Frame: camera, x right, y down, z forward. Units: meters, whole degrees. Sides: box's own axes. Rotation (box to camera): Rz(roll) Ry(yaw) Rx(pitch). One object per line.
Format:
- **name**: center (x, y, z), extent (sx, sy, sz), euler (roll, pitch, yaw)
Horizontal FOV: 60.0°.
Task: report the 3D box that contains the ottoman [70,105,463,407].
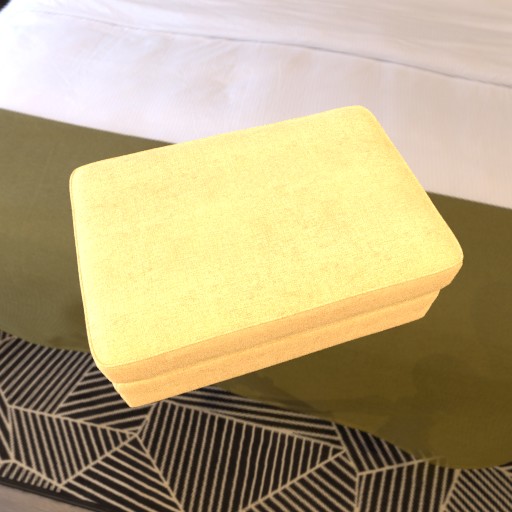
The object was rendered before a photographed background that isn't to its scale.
- **ottoman**: center (0.000, 0.000, 1.250), extent (0.862, 0.484, 0.583), euler (-15, 59, -9)
